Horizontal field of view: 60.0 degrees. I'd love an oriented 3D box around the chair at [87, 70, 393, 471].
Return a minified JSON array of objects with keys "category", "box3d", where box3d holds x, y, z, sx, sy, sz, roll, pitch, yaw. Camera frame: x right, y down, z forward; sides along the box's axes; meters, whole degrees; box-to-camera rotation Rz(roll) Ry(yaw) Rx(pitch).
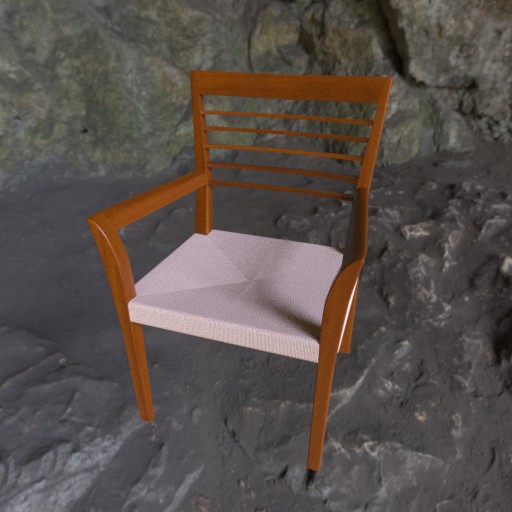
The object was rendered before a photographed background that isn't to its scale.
[{"category":"chair","box3d":[0.000,0.000,1.174,0.587,0.855,0.540,9,29,16]}]
